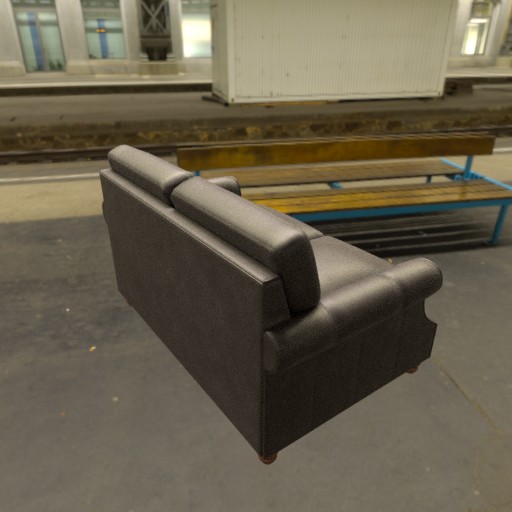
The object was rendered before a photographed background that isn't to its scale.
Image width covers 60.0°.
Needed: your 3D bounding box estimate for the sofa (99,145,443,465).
[{"bbox_3d":[0.000,0.000,2.277,1.030,0.979,1.663,-18,32,-31],"label":"sofa"}]
